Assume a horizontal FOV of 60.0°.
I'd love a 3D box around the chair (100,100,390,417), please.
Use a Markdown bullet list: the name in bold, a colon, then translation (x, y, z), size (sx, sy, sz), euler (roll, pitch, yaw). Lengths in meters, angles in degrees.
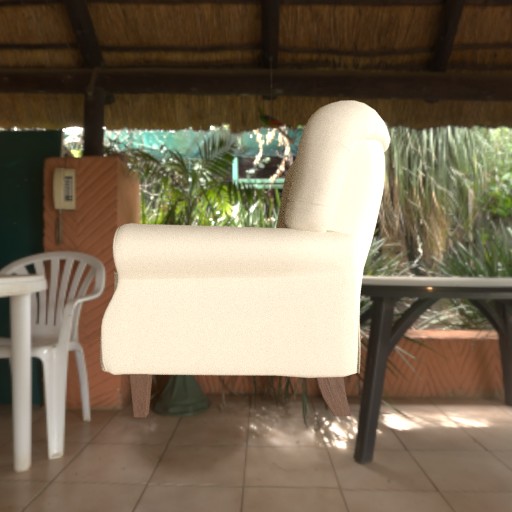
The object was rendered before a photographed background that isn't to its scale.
- **chair**: translation (0.000, 0.000, 2.007), size (1.132, 1.169, 1.035), euler (0, -1, 0)
